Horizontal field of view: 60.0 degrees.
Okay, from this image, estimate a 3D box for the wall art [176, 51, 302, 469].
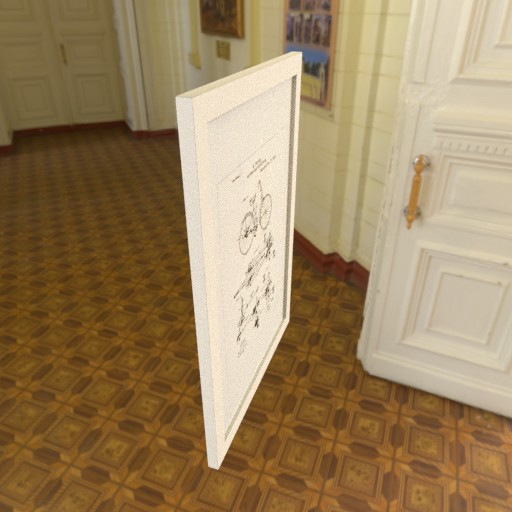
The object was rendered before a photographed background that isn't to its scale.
[{"bbox_3d":[0.000,0.000,0.606,0.015,0.477,0.332,11,32,17],"label":"wall art"}]
